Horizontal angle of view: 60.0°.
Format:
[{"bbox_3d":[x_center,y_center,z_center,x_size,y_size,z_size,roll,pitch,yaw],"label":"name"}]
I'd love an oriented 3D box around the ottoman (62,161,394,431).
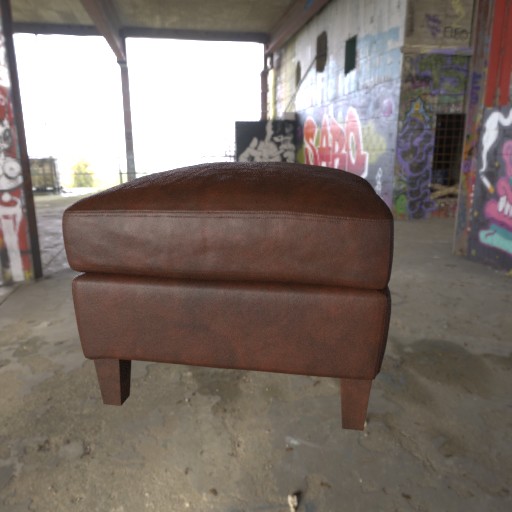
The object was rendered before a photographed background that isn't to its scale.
[{"bbox_3d":[0.000,0.000,1.253,0.659,0.527,0.887,2,14,10],"label":"ottoman"}]
